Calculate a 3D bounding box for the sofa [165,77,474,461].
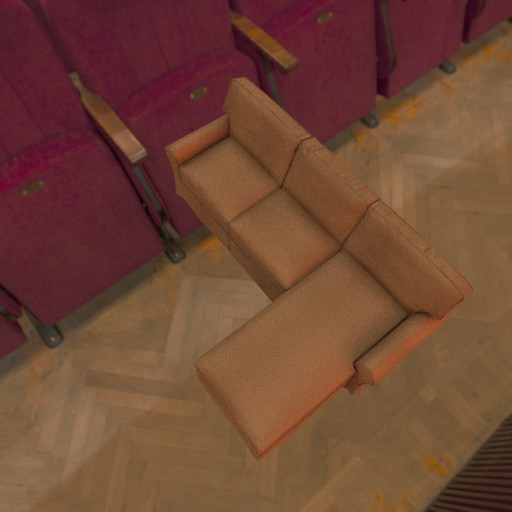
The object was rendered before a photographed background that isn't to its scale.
[{"bbox_3d":[0.000,0.000,3.362,1.733,0.978,2.475,-35,69,-16],"label":"sofa"}]
